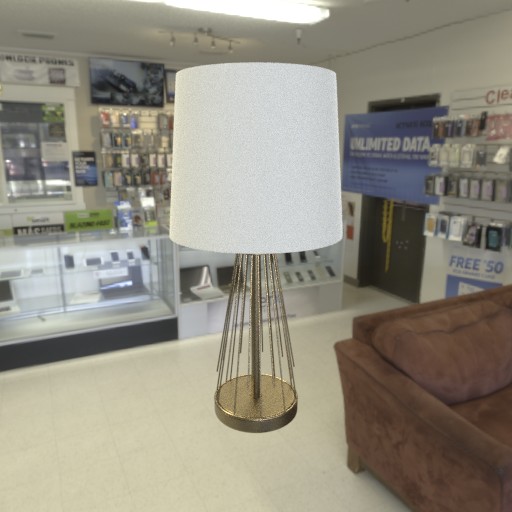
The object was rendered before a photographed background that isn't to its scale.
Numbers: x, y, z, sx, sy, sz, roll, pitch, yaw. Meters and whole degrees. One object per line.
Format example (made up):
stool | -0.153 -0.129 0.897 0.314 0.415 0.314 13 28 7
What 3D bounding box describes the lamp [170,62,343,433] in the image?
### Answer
lamp | 0.000 0.000 0.800 0.303 0.618 0.303 0 14 0
